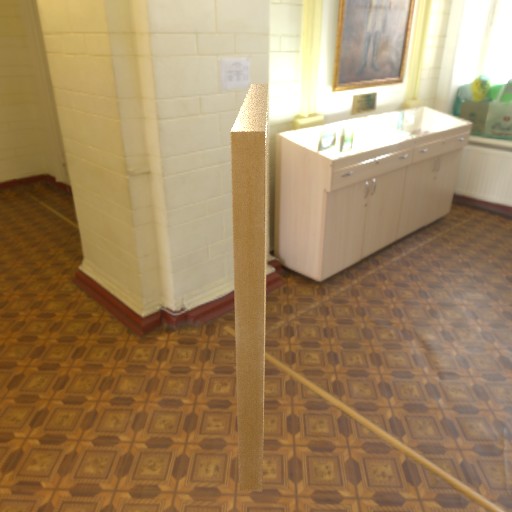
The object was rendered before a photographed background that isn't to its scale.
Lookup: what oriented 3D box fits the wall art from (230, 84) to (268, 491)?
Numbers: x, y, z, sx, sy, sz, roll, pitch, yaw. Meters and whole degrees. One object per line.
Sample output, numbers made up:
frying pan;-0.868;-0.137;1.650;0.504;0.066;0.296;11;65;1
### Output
wall art;0.000;0.000;0.759;0.033;0.509;0.510;1;26;2
